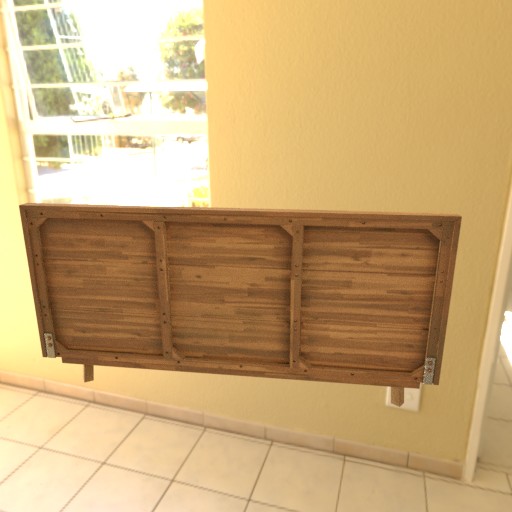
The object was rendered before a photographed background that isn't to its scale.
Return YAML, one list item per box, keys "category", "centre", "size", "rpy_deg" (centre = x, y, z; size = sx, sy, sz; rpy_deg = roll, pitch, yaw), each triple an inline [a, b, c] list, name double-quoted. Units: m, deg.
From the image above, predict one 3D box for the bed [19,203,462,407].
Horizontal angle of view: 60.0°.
- category: "bed"
  centre: [0.000, 0.000, 3.269]
  size: [2.116, 1.100, 2.167]
  rpy_deg: [2, 17, 7]
